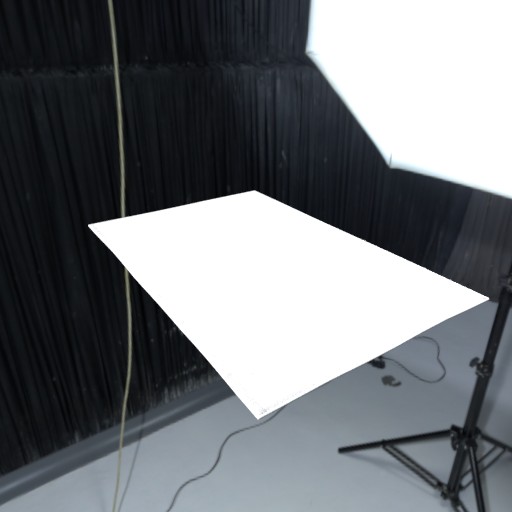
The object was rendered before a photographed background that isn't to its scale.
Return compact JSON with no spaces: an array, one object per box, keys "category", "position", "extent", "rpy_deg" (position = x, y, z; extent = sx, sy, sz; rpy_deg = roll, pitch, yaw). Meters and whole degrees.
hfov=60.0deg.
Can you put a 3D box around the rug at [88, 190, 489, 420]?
[{"category":"rug","position":[0.000,0.000,3.447],"extent":[1.819,0.018,2.746],"rpy_deg":[-16,31,-30]}]
